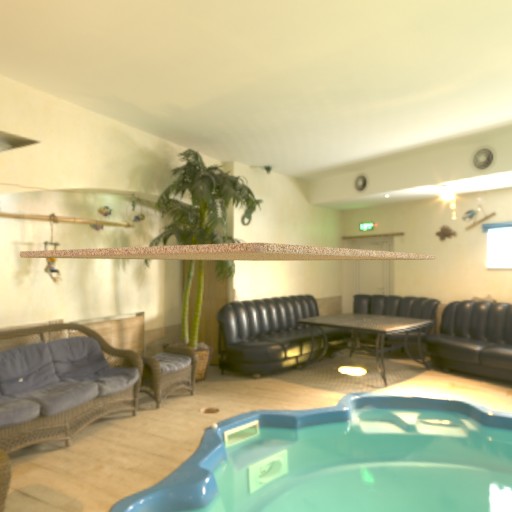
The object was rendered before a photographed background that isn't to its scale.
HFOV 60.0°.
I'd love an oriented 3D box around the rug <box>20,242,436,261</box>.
[{"bbox_3d":[0.000,0.000,2.059,1.199,0.025,1.600,-1,-1,36],"label":"rug"}]
